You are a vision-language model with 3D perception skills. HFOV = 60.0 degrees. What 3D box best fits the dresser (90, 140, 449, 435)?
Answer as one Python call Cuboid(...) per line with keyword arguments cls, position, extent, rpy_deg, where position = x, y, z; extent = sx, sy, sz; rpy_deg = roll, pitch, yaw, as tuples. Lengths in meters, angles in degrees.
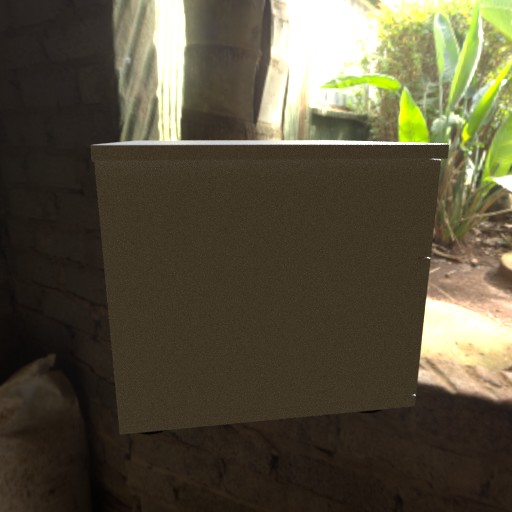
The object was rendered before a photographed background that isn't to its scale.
Cuboid(cls="dresser", position=(0.000, 0.000, 0.722), extent=(0.400, 0.360, 0.430), rpy_deg=(-2, 15, -8))
